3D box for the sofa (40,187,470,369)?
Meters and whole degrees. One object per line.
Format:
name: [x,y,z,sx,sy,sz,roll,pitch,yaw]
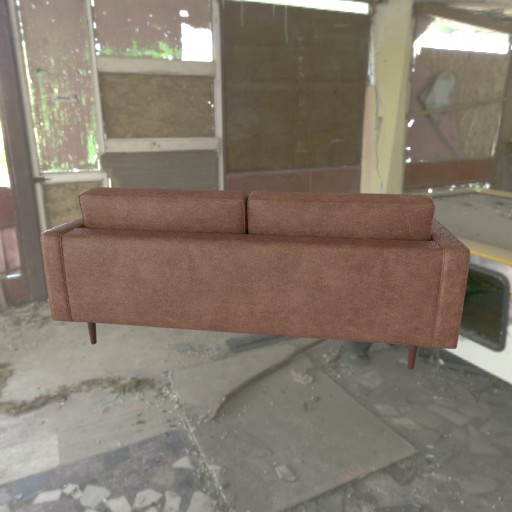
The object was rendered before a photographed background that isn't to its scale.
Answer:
sofa: [0.000,0.000,2.343,1.870,0.760,0.910,3,17,8]
